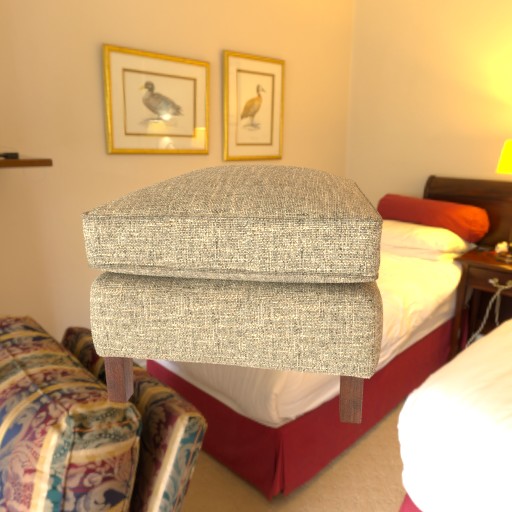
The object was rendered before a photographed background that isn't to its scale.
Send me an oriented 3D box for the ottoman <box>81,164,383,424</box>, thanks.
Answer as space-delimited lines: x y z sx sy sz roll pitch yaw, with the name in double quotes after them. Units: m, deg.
0.000 0.000 1.012 0.508 0.406 0.686 2 15 8 "ottoman"
